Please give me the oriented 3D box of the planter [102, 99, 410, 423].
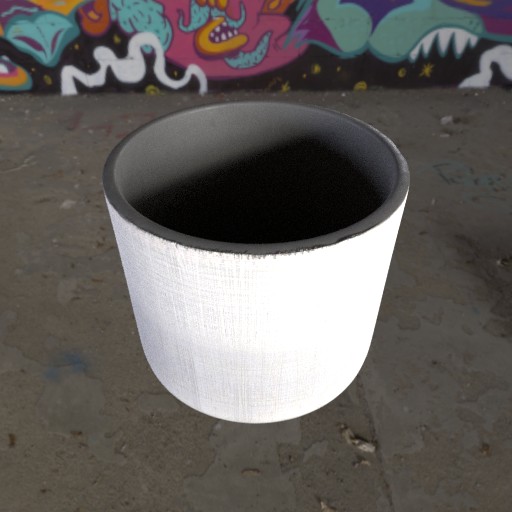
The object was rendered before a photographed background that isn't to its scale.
[{"bbox_3d":[0.000,0.000,0.441,0.254,0.221,0.254,0,41,0],"label":"planter"}]
